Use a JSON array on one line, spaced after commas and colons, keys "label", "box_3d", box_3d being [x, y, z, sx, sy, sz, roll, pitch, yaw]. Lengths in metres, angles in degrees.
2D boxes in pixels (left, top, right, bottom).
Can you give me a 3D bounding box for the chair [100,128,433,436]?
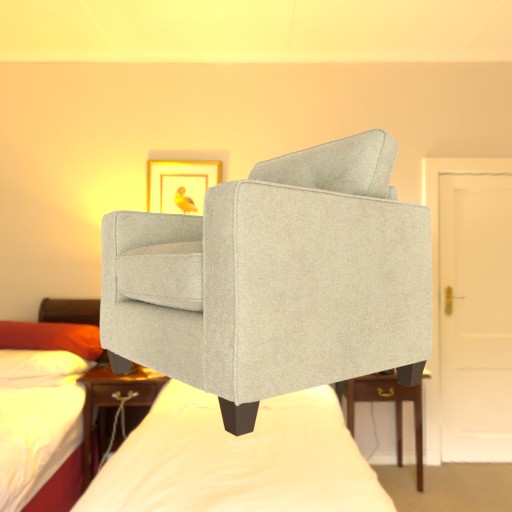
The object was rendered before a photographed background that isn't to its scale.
[{"label": "chair", "box_3d": [0.000, 0.000, 1.767, 0.939, 0.965, 1.015, 1, -1, -38]}]
